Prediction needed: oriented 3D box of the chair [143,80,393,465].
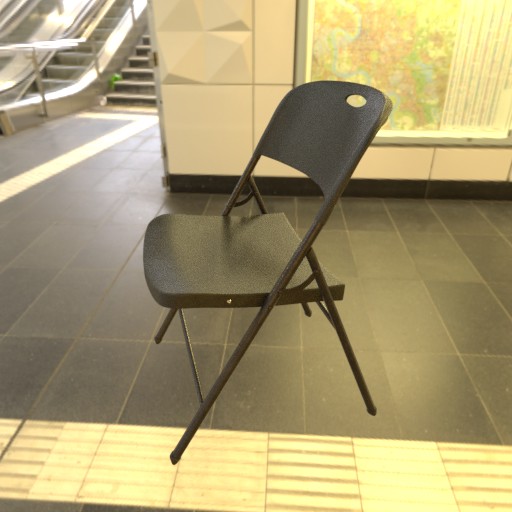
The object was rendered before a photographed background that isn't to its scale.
[{"bbox_3d":[0.000,0.000,1.146,0.566,0.810,0.494,-8,30,-14],"label":"chair"}]
